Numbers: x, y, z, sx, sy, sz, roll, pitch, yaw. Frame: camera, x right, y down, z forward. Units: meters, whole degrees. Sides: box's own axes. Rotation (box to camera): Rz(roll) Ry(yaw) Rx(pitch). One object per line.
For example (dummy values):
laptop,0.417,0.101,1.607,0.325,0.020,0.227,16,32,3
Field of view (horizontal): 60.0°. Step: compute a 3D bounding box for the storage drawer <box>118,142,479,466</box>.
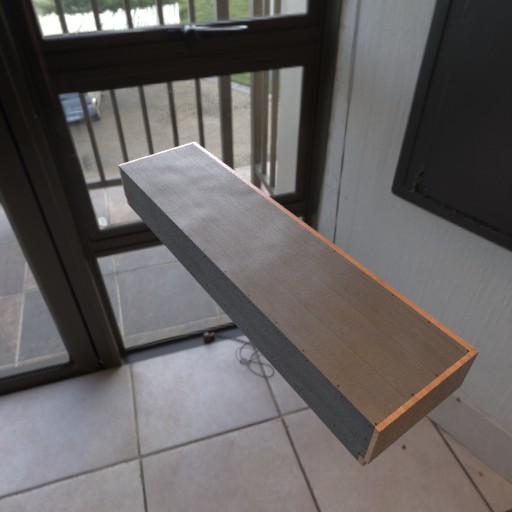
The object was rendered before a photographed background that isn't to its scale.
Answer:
storage drawer,0.000,0.000,2.183,0.538,0.264,2.032,-25,47,-26
